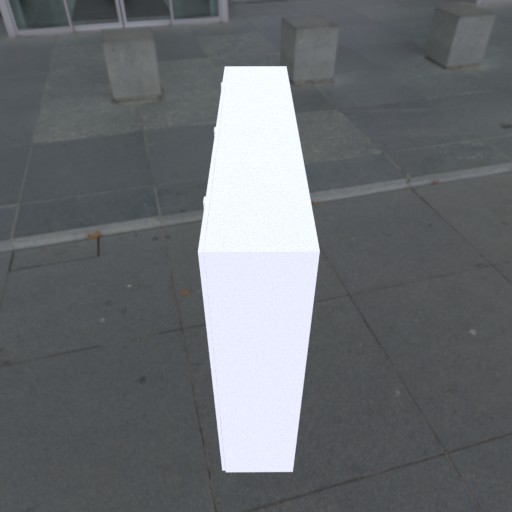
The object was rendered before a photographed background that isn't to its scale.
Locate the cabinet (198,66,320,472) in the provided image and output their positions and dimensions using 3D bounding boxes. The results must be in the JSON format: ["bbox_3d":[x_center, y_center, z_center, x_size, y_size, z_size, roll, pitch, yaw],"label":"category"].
[{"bbox_3d":[0.000,0.000,3.901,0.590,2.370,2.700,0,41,0],"label":"cabinet"}]
